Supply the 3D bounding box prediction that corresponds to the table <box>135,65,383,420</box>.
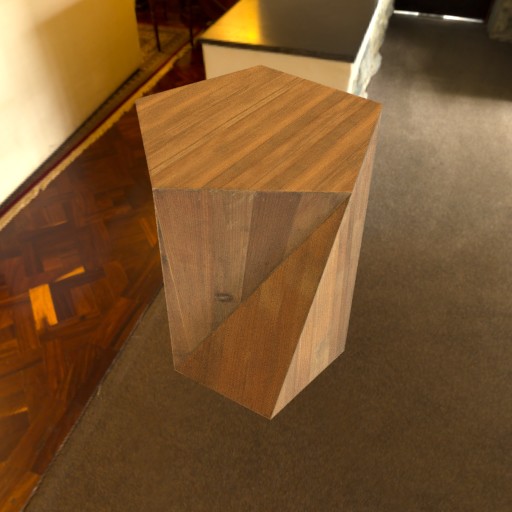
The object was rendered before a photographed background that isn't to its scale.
[{"bbox_3d":[0.000,0.000,0.915,0.425,0.604,0.441,-24,50,-22],"label":"table"}]
